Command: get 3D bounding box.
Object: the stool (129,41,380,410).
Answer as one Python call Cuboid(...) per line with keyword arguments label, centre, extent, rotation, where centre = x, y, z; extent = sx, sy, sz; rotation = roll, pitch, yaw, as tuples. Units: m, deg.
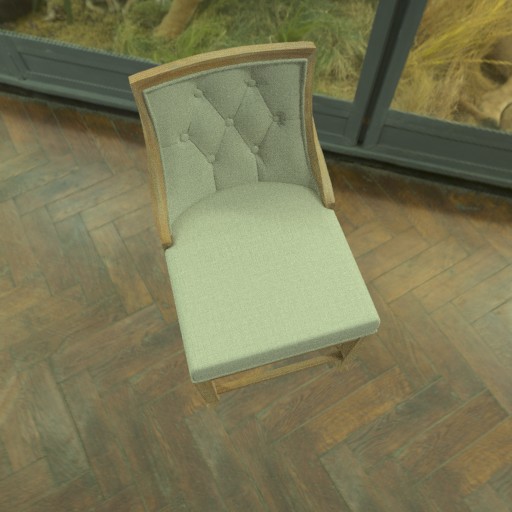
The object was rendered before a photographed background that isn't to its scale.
Cuboid(label="stool", centre=(0.000, 0.000, 1.308), extent=(0.524, 0.938, 0.626), rotation=(-14, 64, -7))
